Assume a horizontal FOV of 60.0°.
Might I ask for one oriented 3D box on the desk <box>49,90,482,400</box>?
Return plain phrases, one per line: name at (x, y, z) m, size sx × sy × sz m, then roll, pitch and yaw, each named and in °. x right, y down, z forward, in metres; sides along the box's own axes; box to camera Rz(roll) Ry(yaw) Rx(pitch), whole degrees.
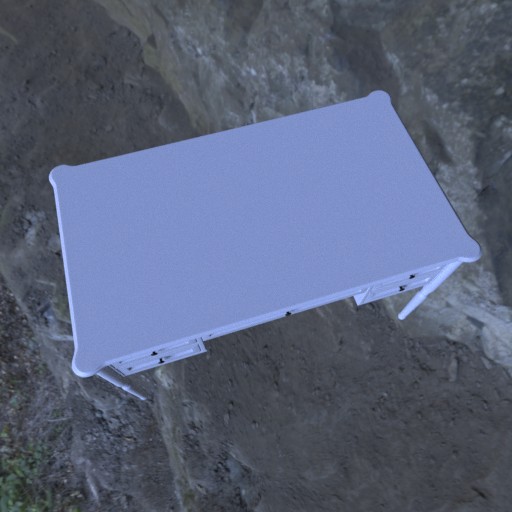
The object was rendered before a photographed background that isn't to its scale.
desk at (0.000, 0.000, 1.901) m, size 1.380 × 0.762 × 0.807 m, roll -16°, pitch 65°, yaw -7°
